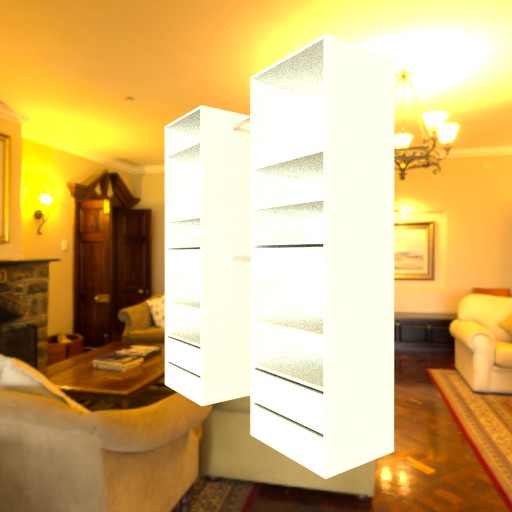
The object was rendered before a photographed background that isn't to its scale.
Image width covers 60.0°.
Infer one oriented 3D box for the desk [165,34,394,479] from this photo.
[{"bbox_3d":[0.000,0.000,2.851,0.480,2.000,1.770,0,0,-35],"label":"desk"}]
